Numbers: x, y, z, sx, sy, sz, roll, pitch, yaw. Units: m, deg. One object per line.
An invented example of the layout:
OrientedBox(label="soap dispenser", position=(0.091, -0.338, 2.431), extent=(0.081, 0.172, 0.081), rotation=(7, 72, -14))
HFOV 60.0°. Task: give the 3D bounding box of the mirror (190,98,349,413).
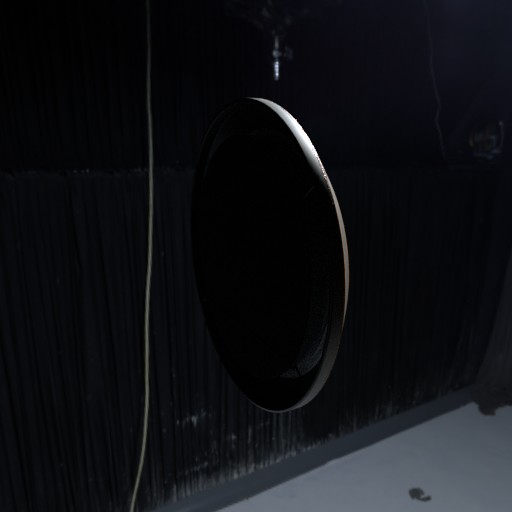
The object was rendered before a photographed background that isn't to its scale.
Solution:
OrientedBox(label="mirror", position=(0.000, 0.000, 1.355), extent=(0.111, 0.907, 0.907), rotation=(-7, 16, -27))
